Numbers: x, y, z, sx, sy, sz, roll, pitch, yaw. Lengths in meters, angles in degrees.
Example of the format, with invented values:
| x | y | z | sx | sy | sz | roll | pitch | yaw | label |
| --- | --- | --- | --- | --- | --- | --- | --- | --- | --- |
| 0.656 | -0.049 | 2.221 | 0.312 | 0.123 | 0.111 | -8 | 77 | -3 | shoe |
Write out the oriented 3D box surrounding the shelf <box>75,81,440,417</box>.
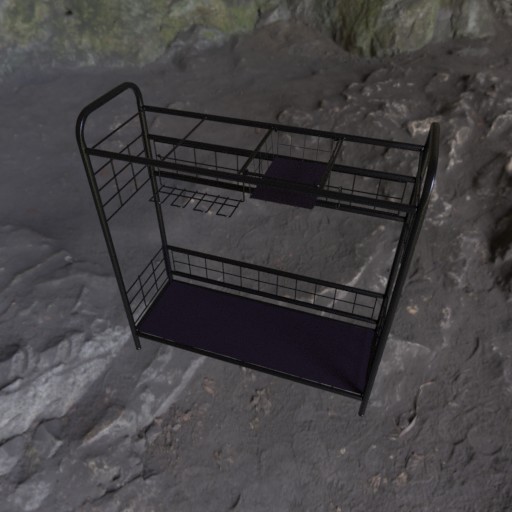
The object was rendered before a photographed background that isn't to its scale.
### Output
| x | y | z | sx | sy | sz | roll | pitch | yaw | label |
| --- | --- | --- | --- | --- | --- | --- | --- | --- | --- |
| 0.000 | 0.000 | 1.544 | 0.961 | 1.026 | 0.350 | 13 | 42 | 14 | shelf |
